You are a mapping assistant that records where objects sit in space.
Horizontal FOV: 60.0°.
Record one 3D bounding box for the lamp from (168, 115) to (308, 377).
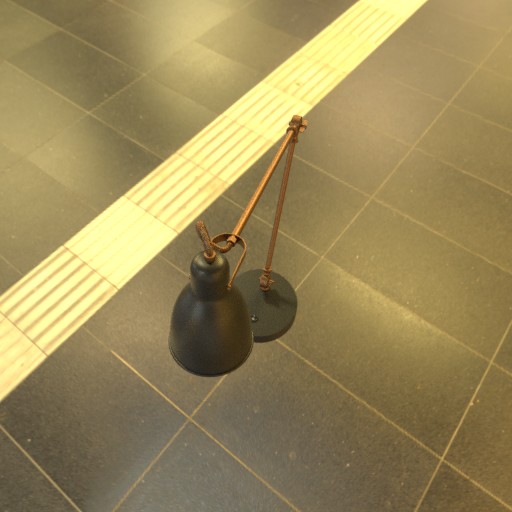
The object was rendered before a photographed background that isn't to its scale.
[{"bbox_3d":[0.000,0.000,0.864,0.187,0.587,0.561,16,59,10],"label":"lamp"}]
